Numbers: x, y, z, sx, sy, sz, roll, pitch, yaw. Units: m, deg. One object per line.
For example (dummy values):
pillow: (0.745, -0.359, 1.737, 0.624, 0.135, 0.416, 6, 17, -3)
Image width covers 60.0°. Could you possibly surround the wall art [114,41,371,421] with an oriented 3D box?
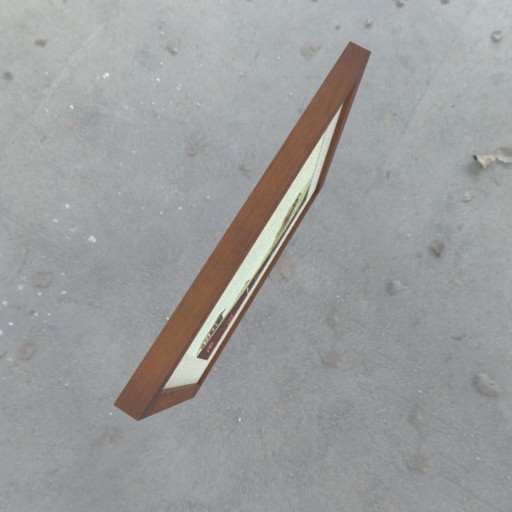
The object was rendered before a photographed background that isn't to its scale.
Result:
wall art: (0.000, 0.000, 0.771, 0.033, 0.457, 0.558, 30, 77, 7)
